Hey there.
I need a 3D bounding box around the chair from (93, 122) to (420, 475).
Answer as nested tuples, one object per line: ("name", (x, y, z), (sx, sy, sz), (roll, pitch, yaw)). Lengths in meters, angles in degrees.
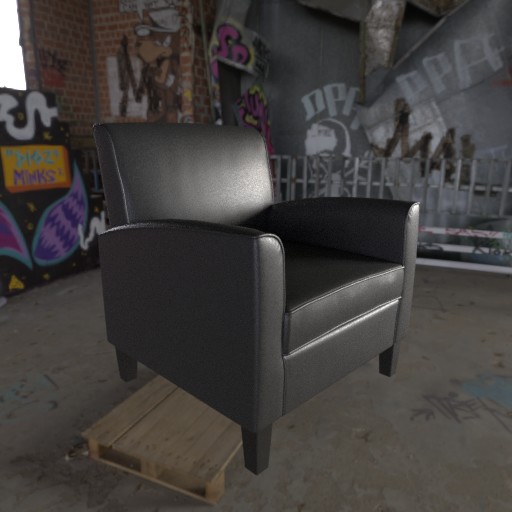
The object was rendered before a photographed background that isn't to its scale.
("chair", (0.000, 0.000, 1.554), (0.819, 0.916, 0.820), (14, 20, 43))
